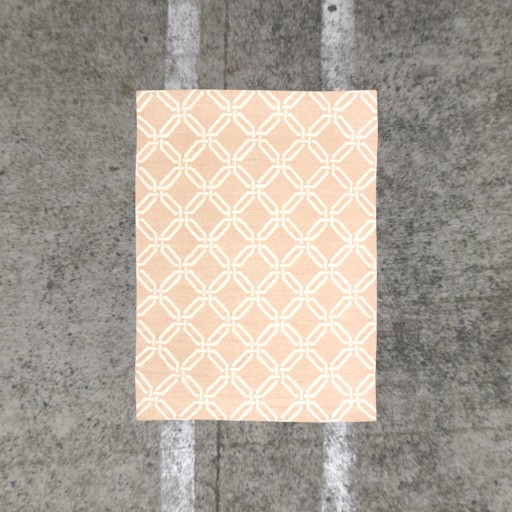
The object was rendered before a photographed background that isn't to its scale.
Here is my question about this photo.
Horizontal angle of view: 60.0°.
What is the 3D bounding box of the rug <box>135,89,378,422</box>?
[{"bbox_3d":[0.000,0.000,4.475,2.452,0.020,3.365,0,90,1],"label":"rug"}]
